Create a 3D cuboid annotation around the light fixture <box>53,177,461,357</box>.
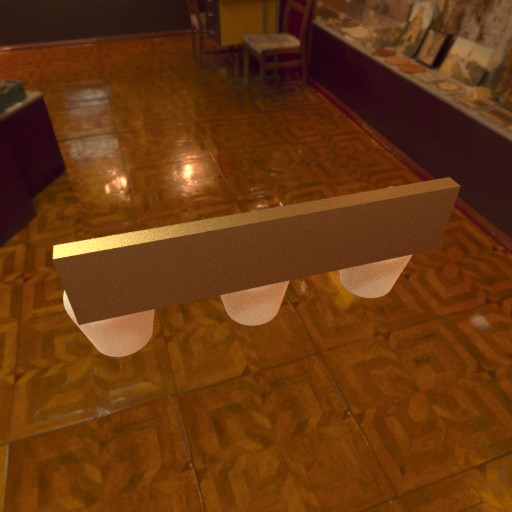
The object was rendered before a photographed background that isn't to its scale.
[{"bbox_3d":[0.000,0.000,0.715,0.609,0.280,0.190,-11,42,-13],"label":"light fixture"}]
